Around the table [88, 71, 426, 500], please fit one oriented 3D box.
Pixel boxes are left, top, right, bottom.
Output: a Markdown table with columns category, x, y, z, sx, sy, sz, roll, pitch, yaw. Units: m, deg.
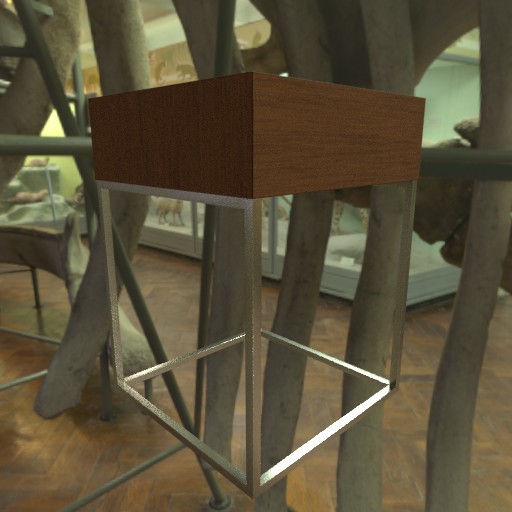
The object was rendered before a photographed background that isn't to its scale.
| category | x | y | z | sx | sy | sz | roll | pitch | yaw |
| --- | --- | --- | --- | --- | --- | --- | --- | --- | --- |
| table | 0.000 | 0.000 | 0.802 | 0.397 | 0.540 | 0.398 | -13 | 19 | -42 |
